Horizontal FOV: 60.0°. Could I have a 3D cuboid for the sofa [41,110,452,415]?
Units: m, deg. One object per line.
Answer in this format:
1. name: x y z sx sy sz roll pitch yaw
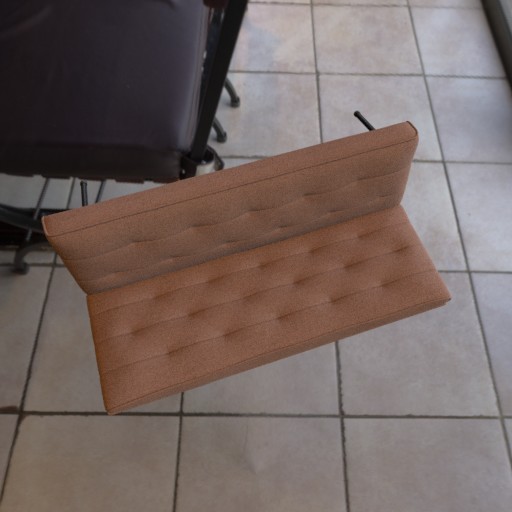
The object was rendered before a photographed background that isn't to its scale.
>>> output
1. sofa: 0.000 0.000 2.291 1.820 0.810 1.038 -16 65 -8
